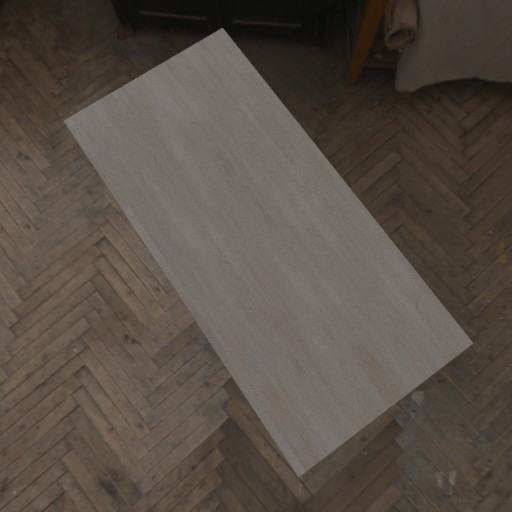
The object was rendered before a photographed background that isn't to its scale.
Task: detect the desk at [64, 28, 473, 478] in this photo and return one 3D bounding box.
[{"bbox_3d":[0.000,0.000,1.682,0.600,0.770,1.251,-34,79,-8],"label":"desk"}]
